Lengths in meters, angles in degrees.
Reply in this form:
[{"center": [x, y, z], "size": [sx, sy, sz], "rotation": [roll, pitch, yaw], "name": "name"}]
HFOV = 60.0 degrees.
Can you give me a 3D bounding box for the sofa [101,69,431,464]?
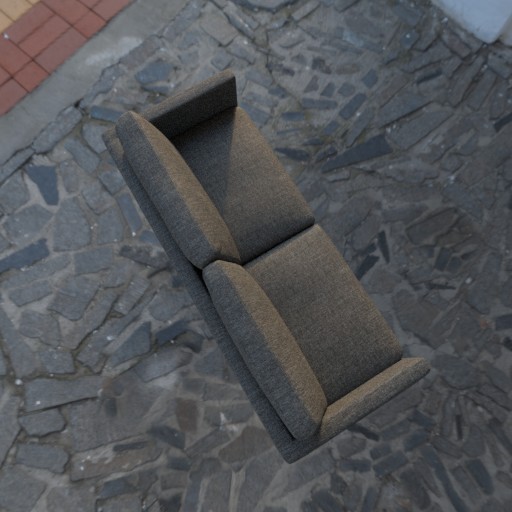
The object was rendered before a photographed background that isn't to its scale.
[{"center": [0.000, 0.000, 2.800], "size": [0.948, 0.960, 2.208], "rotation": [-30, 78, -7], "name": "sofa"}]
